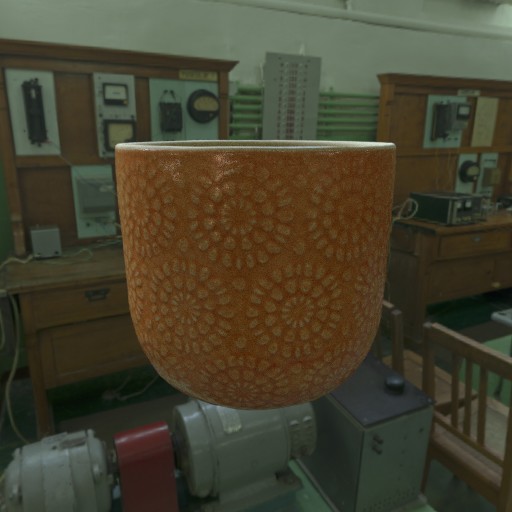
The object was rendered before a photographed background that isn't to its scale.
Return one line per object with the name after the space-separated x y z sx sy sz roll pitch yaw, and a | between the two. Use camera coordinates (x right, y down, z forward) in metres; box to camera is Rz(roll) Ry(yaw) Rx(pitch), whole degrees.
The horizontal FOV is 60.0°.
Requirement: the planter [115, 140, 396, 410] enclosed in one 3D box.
0.000 0.000 0.292 0.170 0.152 0.170 0 16 0 | planter
